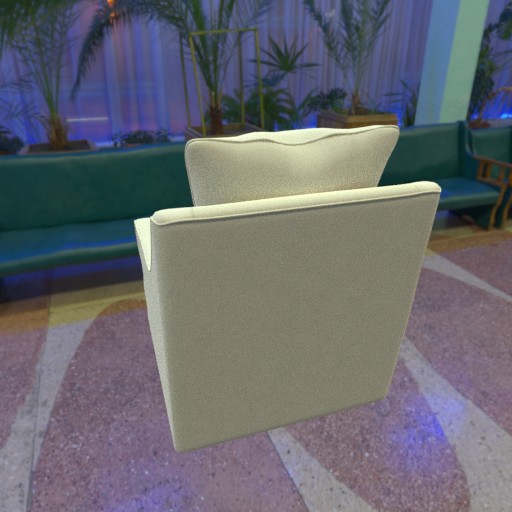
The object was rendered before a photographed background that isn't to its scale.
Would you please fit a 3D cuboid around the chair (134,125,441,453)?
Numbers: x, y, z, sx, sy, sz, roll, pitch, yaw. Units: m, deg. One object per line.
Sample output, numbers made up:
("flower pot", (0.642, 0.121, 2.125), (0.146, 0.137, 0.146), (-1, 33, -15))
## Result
("chair", (0.000, 0.000, 1.545), (0.756, 0.965, 0.876), (-8, 27, -17))
